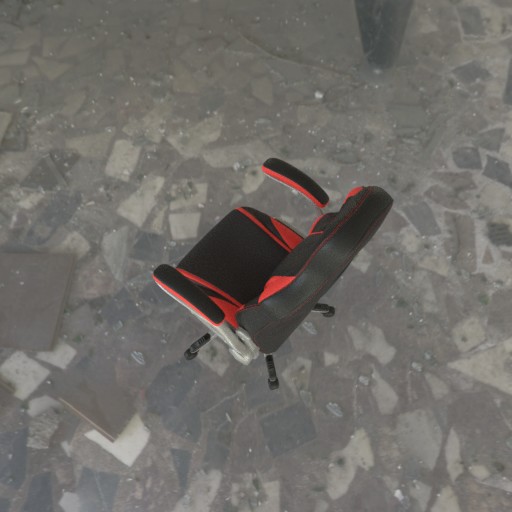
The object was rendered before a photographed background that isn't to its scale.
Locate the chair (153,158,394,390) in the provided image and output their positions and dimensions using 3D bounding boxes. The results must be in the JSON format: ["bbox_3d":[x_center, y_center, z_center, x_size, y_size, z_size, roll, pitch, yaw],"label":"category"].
[{"bbox_3d":[0.000,0.000,1.614,0.712,1.165,0.758,36,68,17],"label":"chair"}]
